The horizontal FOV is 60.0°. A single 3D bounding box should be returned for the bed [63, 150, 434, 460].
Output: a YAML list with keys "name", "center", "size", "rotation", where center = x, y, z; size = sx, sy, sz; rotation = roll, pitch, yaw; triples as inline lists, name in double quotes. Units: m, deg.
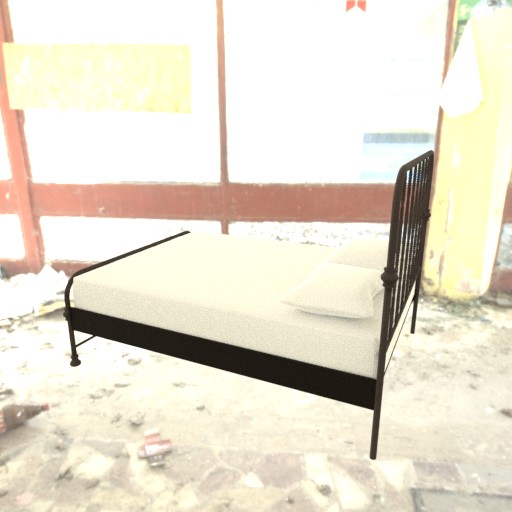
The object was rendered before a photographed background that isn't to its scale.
- name: "bed"
  center: [0.000, 0.000, 3.128]
  size: [2.134, 1.446, 1.616]
  rotation: [8, 19, 25]
